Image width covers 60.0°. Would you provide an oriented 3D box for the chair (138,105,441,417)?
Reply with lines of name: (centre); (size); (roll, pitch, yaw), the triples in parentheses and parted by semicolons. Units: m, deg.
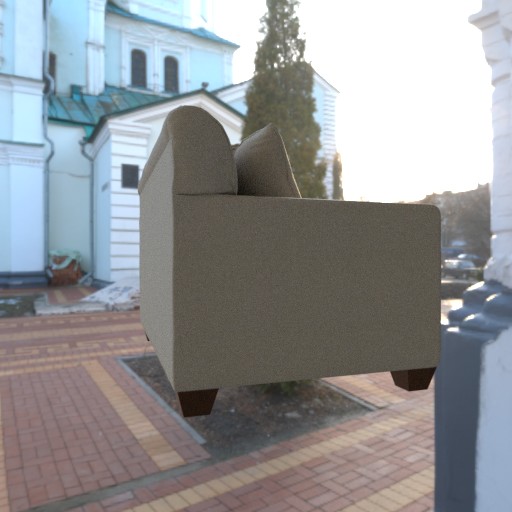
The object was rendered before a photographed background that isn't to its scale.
chair: (0.000, 0.000, 2.062); (1.000, 0.948, 1.383); (0, 0, -19)
